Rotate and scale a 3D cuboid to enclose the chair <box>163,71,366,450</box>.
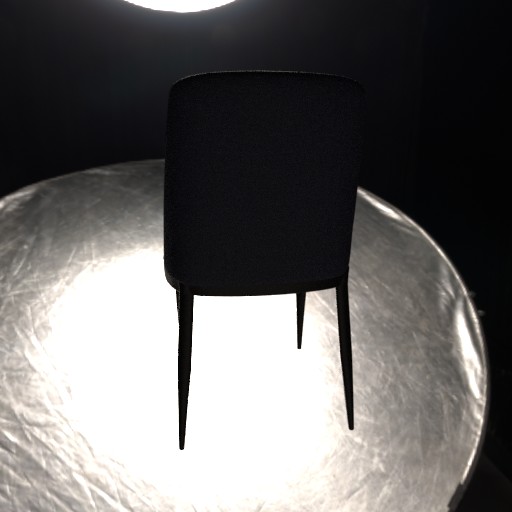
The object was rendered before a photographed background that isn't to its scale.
[{"bbox_3d":[0.000,0.000,1.164,0.480,0.839,0.551,-3,16,-10],"label":"chair"}]
